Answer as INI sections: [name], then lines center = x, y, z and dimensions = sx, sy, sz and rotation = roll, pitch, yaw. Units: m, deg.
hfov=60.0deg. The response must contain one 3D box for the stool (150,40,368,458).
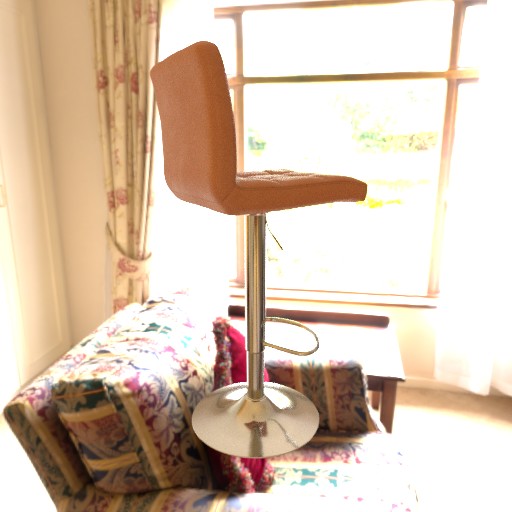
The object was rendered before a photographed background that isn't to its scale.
[stool]
center = 0.000, 0.000, 1.360
dimensions = 0.505, 1.115, 0.430
rotation = -7, 16, -27
